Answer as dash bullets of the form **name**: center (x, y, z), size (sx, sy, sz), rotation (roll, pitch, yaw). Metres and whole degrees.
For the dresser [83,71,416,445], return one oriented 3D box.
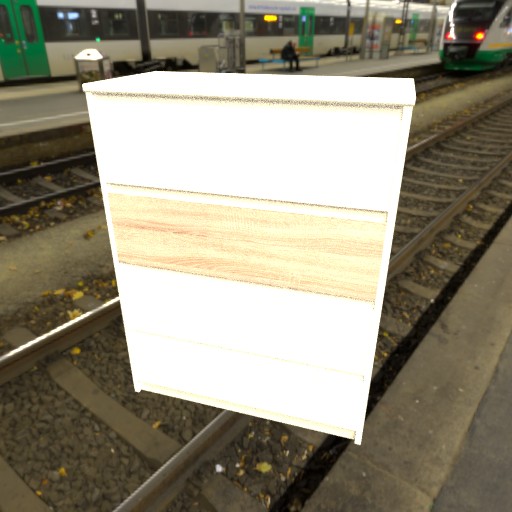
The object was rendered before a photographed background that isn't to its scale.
- **dresser**: center (0.000, 0.000, 1.412), size (0.800, 1.040, 0.380), rotation (8, 28, 15)
